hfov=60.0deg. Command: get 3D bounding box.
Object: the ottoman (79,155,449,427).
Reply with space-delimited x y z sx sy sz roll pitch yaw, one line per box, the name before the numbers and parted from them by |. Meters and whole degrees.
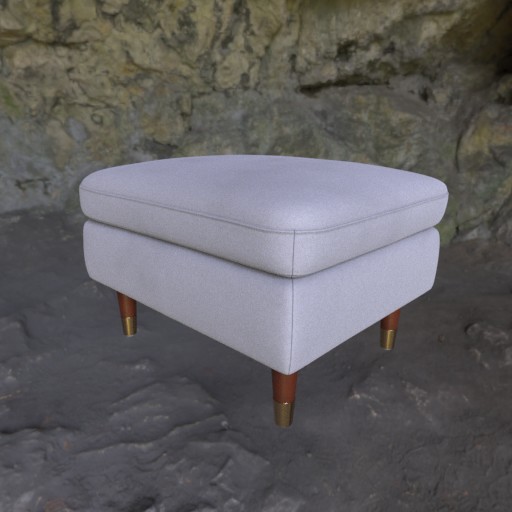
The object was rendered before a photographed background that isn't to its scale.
ottoman | 0.000 0.000 1.105 0.747 0.478 0.593 15 22 41
